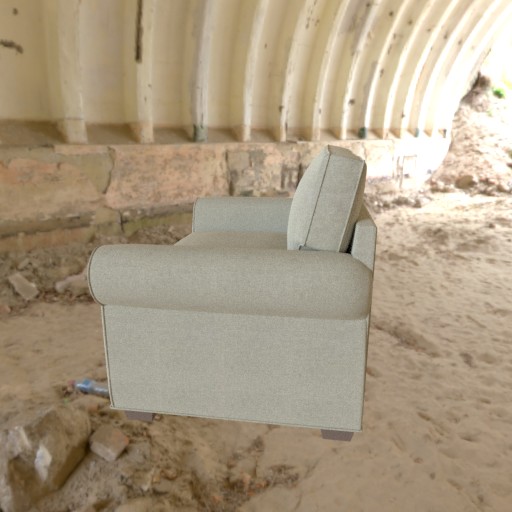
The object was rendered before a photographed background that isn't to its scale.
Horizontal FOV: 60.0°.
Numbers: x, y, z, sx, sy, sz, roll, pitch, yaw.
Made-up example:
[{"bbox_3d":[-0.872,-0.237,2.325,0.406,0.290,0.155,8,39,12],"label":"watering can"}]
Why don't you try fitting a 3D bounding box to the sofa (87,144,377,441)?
[{"bbox_3d":[0.000,0.000,2.064,0.936,0.991,1.405,2,16,8],"label":"sofa"}]
